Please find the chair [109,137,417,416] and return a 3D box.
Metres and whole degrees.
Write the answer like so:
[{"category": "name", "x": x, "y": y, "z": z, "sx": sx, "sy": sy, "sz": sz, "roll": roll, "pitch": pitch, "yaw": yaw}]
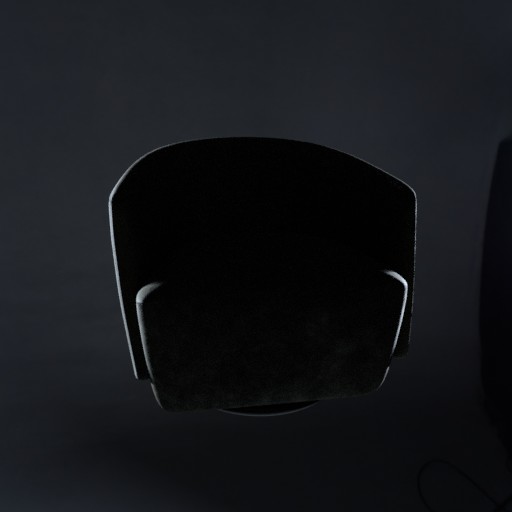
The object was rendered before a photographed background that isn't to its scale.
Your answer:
[{"category": "chair", "x": 0.000, "y": 0.000, "z": 1.370, "sx": 0.773, "sy": 0.698, "sz": 0.767, "roll": -2, "pitch": 16, "yaw": -8}]
